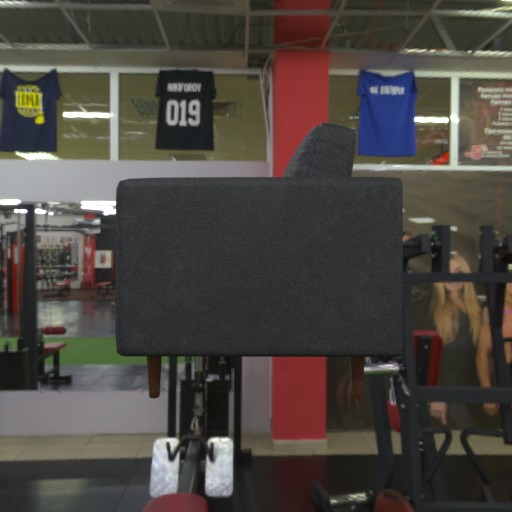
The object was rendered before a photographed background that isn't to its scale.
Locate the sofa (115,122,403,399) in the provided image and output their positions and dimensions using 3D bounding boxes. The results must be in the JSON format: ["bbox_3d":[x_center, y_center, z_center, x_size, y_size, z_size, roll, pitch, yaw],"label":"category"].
[{"bbox_3d":[0.000,0.000,2.017,0.879,0.899,1.430,0,1,1],"label":"sofa"}]
